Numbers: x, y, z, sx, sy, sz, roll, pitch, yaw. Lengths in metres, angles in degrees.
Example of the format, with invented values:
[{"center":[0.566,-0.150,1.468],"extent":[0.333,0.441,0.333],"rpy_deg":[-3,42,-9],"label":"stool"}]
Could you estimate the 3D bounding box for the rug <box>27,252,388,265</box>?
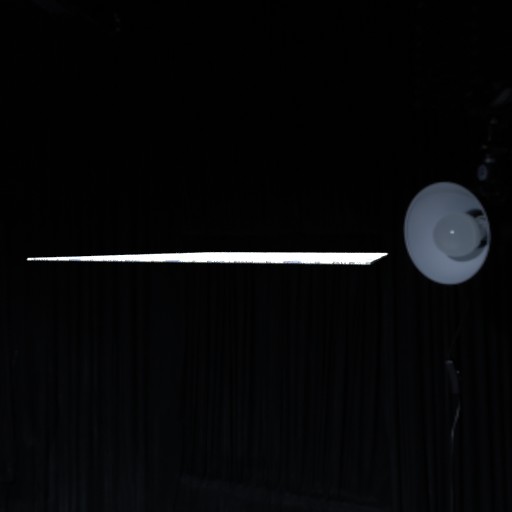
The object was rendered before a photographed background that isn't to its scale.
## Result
[{"center":[0.000,0.000,3.020],"extent":[1.676,0.013,2.261],"rpy_deg":[0,1,18],"label":"rug"}]
